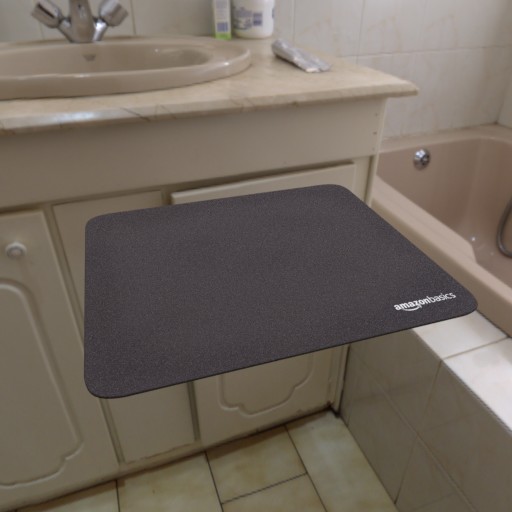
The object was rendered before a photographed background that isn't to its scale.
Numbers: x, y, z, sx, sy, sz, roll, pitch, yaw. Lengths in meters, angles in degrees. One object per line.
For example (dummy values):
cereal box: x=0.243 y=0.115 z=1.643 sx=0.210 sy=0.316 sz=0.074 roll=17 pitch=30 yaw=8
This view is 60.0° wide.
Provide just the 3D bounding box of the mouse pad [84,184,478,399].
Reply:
mouse pad: x=0.000 y=0.000 z=0.429 sx=0.315 sy=0.002 sz=0.269 roll=-10 pitch=34 yaw=-15
